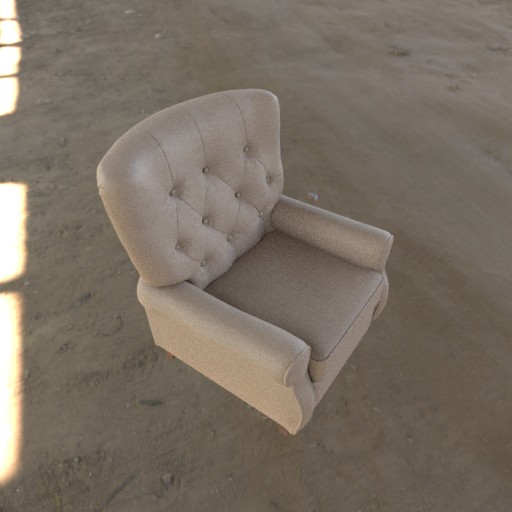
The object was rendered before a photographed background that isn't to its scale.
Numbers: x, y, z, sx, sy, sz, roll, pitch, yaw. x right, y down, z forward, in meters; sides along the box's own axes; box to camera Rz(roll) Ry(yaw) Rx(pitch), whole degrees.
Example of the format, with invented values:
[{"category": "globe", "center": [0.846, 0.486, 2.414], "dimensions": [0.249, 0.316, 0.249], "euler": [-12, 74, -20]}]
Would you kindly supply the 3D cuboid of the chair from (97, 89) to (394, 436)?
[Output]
[{"category": "chair", "center": [0.000, 0.000, 1.959], "dimensions": [1.041, 1.138, 0.999], "euler": [25, 47, 26]}]
